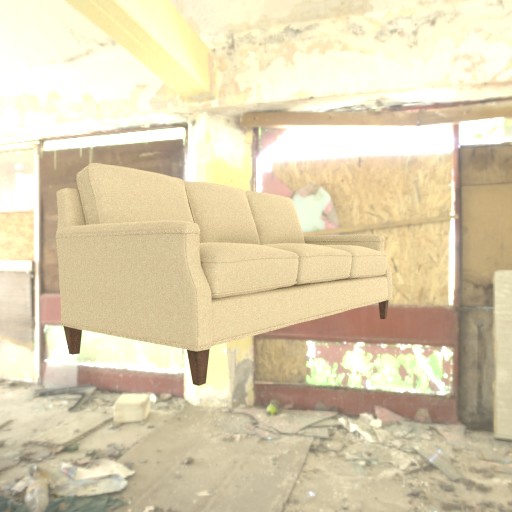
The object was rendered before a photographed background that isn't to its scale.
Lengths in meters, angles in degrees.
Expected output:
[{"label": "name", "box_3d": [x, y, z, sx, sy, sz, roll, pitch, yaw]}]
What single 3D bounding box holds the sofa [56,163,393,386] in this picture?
[{"label": "sofa", "box_3d": [0.000, 0.000, 2.910, 1.084, 1.003, 2.246, 1, 1, 36]}]
